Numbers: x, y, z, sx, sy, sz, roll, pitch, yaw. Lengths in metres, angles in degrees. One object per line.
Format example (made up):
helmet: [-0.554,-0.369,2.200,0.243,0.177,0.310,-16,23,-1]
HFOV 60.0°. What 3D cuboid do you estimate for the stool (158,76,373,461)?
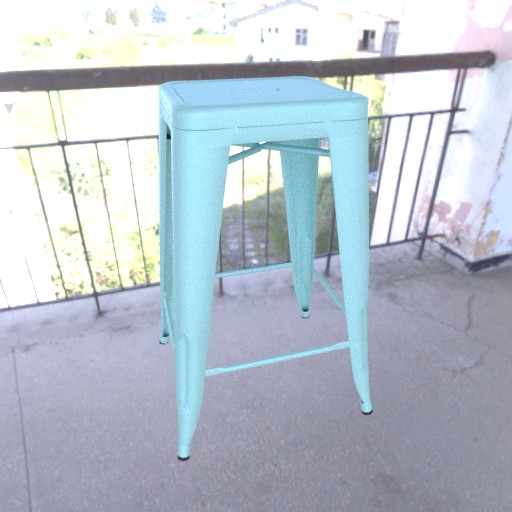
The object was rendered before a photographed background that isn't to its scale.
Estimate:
stool: [0.000,0.000,0.852,0.399,0.609,0.359,-8,30,-14]
